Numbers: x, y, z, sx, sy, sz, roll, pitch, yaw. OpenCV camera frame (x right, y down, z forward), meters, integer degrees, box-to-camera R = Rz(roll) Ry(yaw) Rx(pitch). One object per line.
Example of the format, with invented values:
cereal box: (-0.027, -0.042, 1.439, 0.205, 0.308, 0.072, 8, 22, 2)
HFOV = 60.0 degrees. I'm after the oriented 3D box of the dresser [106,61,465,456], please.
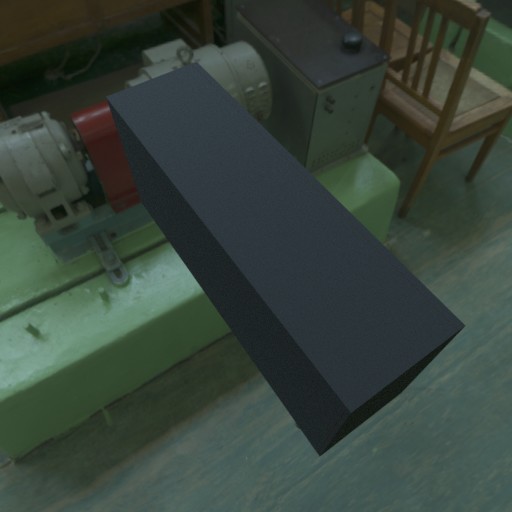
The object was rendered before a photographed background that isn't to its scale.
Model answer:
dresser: (0.000, 0.000, 1.944, 0.463, 0.872, 1.558, -30, 62, -18)
